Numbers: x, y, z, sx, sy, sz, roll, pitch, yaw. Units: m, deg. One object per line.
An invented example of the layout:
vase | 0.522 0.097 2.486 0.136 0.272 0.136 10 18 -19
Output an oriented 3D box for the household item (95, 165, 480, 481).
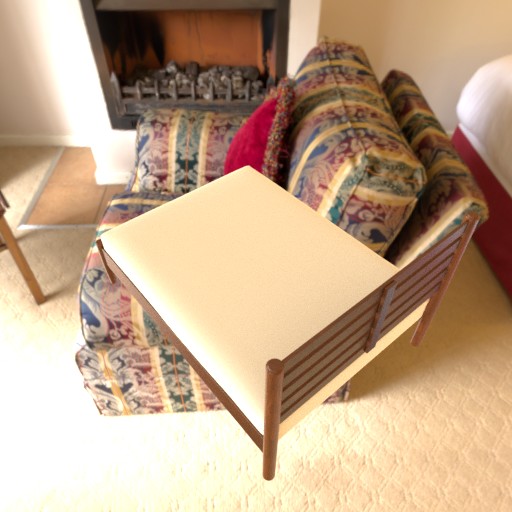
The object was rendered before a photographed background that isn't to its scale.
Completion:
household item | 0.000 0.000 3.344 1.663 1.356 2.232 -31 53 -27
